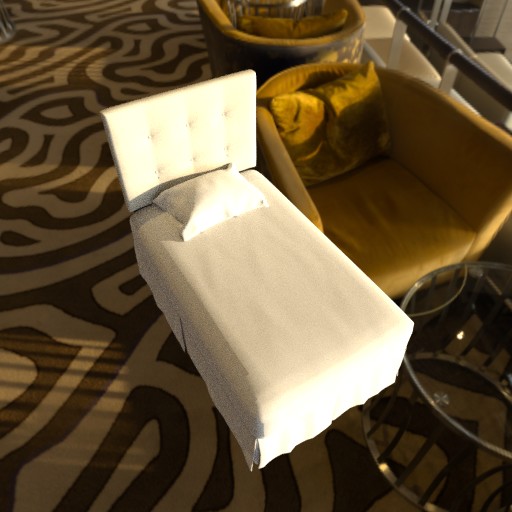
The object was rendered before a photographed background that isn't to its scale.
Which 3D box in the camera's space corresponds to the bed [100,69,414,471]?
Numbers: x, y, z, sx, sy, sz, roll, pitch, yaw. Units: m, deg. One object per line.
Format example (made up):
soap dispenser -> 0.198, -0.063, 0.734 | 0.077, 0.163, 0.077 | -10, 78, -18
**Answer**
bed -> 0.000, 0.000, 3.019 | 1.261, 1.571, 1.997 | -24, 52, -21
